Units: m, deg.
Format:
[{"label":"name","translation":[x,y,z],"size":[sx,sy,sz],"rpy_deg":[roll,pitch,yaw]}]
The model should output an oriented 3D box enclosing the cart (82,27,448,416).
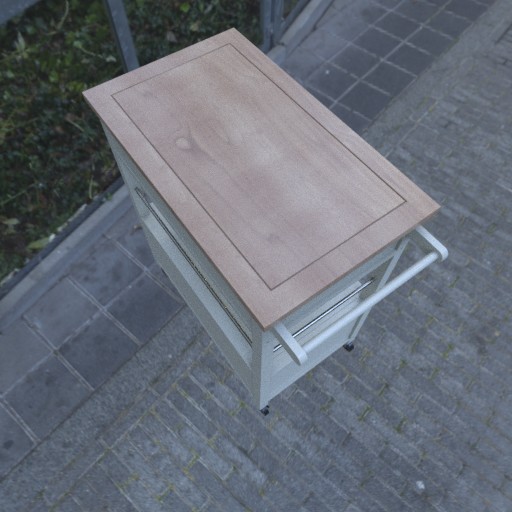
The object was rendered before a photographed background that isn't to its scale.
[{"label":"cart","translation":[0.000,0.000,1.382],"size":[0.459,0.901,0.840],"rpy_deg":[-32,65,-17]}]
